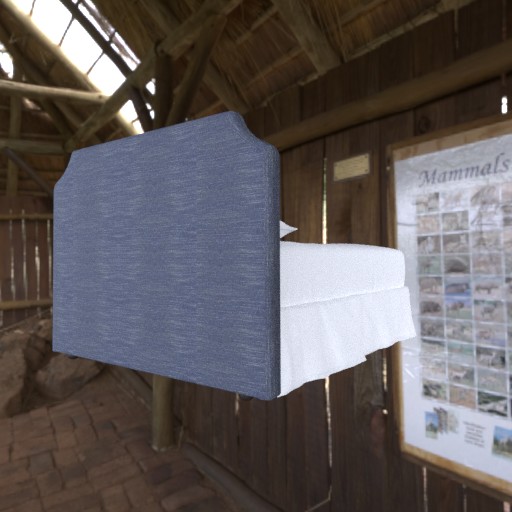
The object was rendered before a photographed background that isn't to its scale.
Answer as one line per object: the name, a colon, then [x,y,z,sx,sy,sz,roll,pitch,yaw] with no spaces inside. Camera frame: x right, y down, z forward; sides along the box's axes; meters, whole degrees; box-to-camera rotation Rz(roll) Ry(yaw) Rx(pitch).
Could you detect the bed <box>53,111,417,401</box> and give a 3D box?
bed: [0.000,0.000,3.174,1.693,1.290,2.116,0,0,36]
